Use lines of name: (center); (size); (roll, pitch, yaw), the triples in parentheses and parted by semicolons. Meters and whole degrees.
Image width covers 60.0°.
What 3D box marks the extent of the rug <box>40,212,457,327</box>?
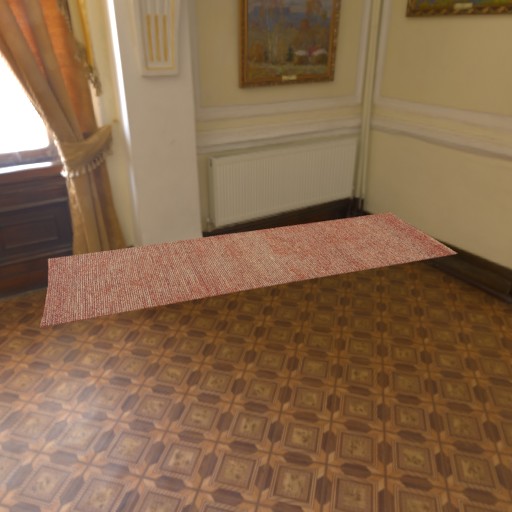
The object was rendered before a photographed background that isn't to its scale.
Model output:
rug: (0.000, 0.000, 2.657); (2.353, 0.013, 0.718); (-9, 28, -17)
